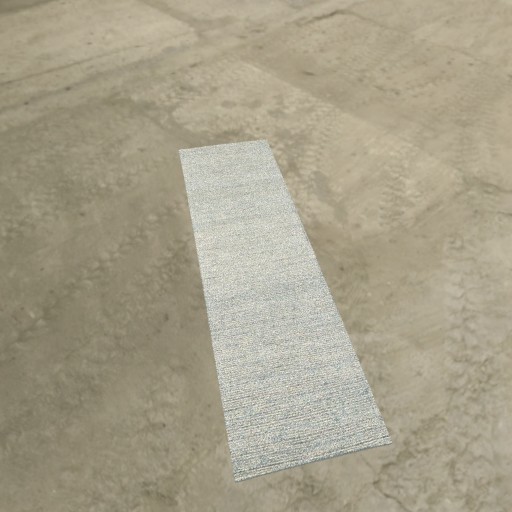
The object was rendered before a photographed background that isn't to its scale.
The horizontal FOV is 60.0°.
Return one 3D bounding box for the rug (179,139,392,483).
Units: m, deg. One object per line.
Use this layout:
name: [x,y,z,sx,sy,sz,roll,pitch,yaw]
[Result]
rug: [0.000,0.000,2.573,0.675,0.037,2.341,-9,48,-8]
